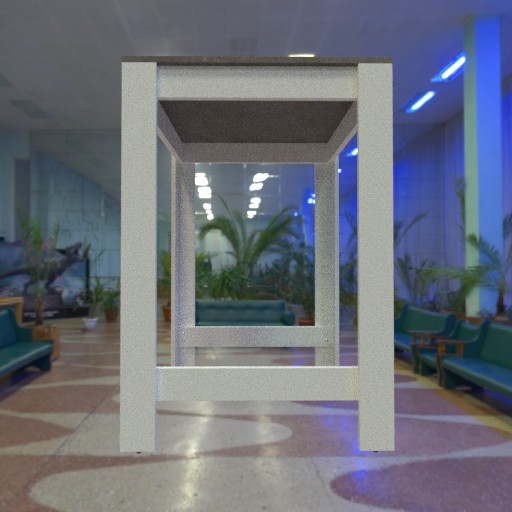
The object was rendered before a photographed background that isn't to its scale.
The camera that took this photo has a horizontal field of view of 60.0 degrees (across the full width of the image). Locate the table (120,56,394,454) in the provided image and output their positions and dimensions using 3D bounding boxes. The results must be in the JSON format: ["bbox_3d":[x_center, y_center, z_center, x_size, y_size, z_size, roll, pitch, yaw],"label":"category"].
[{"bbox_3d":[0.000,0.000,1.537,0.700,1.020,0.800,0,-1,-1],"label":"table"}]
